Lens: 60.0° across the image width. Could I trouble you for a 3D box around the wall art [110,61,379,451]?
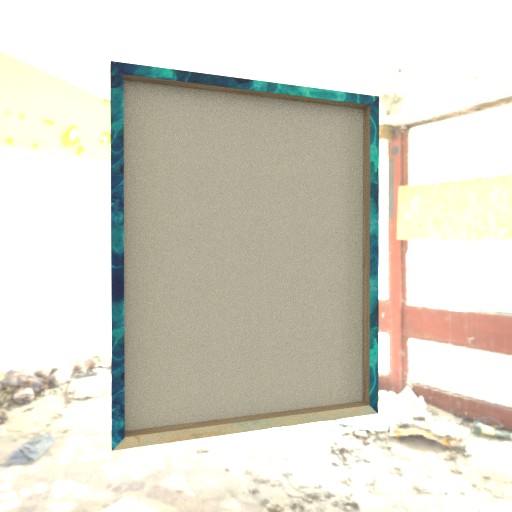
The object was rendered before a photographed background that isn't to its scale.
[{"bbox_3d":[0.000,0.000,0.980,0.609,0.760,0.038,0,1,-19],"label":"wall art"}]
